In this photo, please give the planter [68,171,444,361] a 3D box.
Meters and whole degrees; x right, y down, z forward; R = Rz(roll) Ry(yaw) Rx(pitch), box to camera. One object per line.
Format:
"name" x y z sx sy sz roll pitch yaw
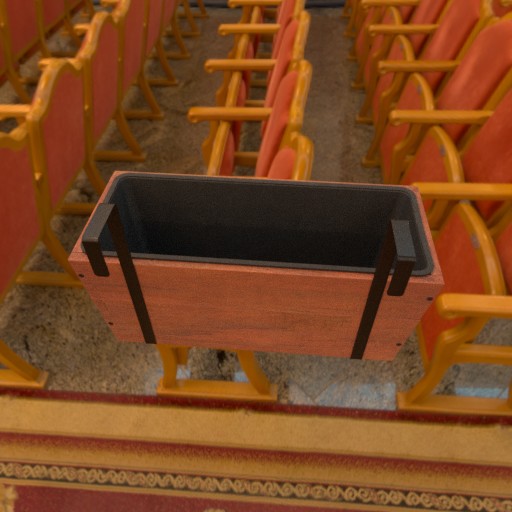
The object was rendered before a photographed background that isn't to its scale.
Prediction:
"planter" 0.000 0.000 0.638 0.480 0.289 0.262 4 46 3
